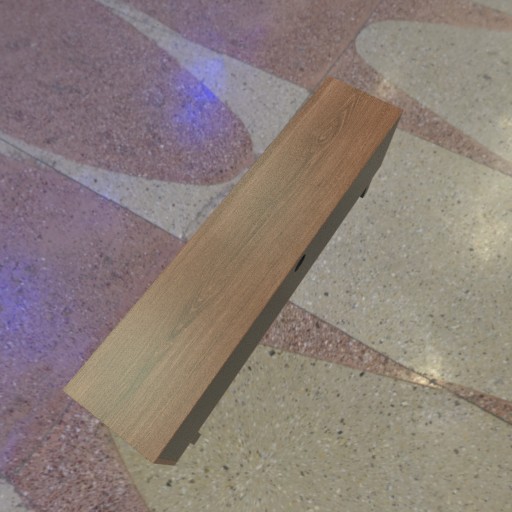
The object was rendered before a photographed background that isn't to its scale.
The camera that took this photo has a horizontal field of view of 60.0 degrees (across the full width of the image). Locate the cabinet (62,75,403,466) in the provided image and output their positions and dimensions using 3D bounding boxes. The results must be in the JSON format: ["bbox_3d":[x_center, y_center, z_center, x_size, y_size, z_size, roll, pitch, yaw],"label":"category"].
[{"bbox_3d":[0.000,0.000,1.861,0.400,0.500,1.650,31,68,14],"label":"cabinet"}]
